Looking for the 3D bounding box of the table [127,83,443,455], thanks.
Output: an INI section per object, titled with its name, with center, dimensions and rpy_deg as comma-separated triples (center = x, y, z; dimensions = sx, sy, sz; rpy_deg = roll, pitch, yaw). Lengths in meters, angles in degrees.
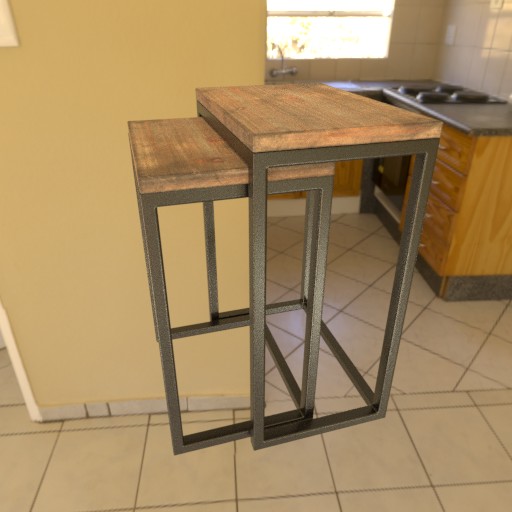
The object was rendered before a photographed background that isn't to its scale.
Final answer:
[table]
center = 0.000, 0.000, 0.930
dimensions = 0.460, 0.615, 0.456
rpy_deg = -7, 29, -12
